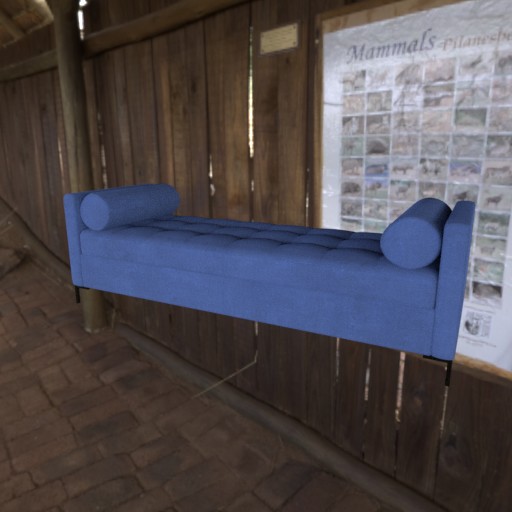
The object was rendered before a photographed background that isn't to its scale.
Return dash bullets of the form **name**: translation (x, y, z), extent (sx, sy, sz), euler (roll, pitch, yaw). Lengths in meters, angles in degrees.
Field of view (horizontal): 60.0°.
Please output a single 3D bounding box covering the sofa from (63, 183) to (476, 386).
- **sofa**: translation (0.000, 0.000, 2.302), extent (1.981, 0.635, 0.686), euler (7, 16, 26)
